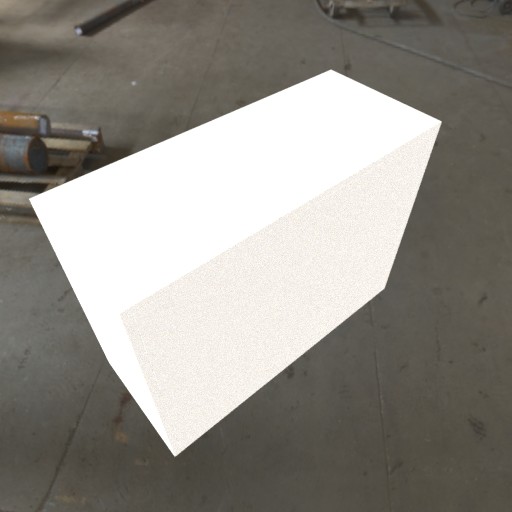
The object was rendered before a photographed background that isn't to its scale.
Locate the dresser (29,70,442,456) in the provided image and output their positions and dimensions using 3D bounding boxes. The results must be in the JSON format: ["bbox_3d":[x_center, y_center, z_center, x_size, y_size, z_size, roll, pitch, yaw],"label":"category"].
[{"bbox_3d":[0.000,0.000,1.534,1.100,0.820,0.460,-32,55,-26],"label":"dresser"}]
